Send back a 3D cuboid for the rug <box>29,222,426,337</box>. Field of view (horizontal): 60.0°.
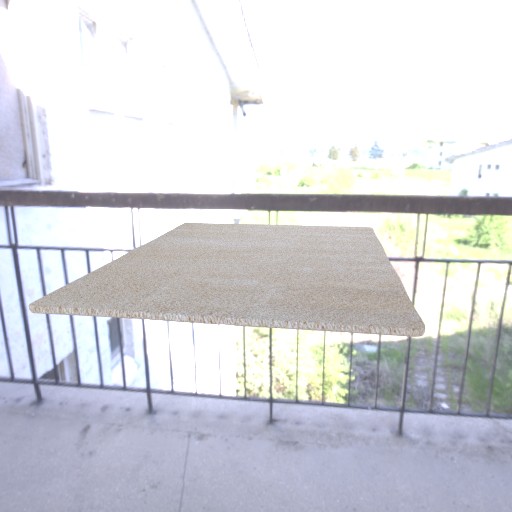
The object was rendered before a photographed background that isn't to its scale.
[{"bbox_3d":[0.000,0.000,2.058,1.199,0.025,1.600,2,14,9],"label":"rug"}]
